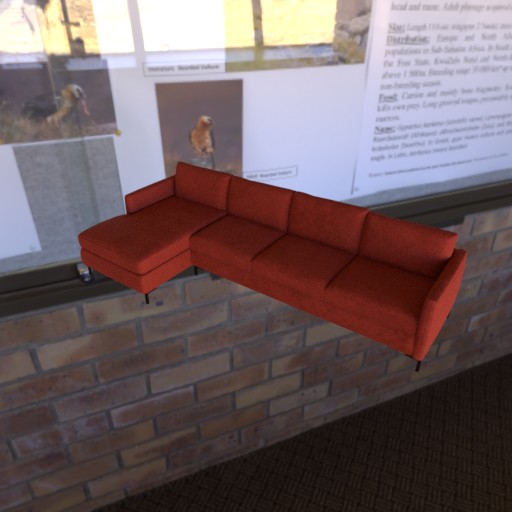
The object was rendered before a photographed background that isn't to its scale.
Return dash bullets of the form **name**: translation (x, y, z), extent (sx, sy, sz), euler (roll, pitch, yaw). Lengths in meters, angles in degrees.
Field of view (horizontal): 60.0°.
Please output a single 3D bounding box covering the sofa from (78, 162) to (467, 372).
- **sofa**: translation (0.000, 0.000, 3.035), extent (2.467, 0.663, 1.136), euler (20, 36, 30)
